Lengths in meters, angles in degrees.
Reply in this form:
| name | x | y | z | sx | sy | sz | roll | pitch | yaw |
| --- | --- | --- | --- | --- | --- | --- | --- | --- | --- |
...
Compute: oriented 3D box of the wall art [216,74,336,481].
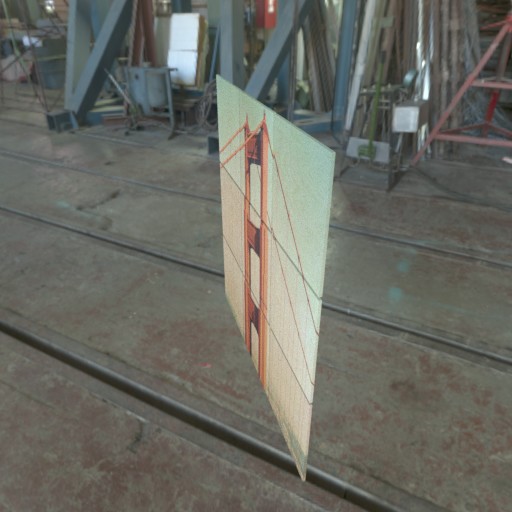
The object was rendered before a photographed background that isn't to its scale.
| name | x | y | z | sx | sy | sz | roll | pitch | yaw |
| --- | --- | --- | --- | --- | --- | --- | --- | --- | --- |
| wall art | 0.000 | 0.000 | 2.257 | 0.013 | 1.523 | 1.517 | -9 | 31 | -14 |
